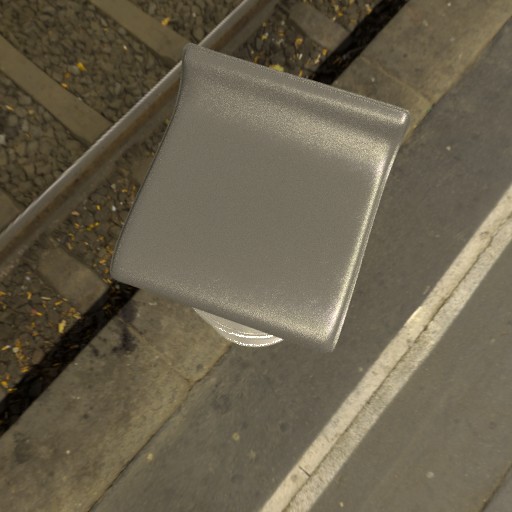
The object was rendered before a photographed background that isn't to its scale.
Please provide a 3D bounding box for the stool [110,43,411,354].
[{"bbox_3d":[0.000,0.000,1.051,0.381,0.851,0.381,19,76,5],"label":"stool"}]
